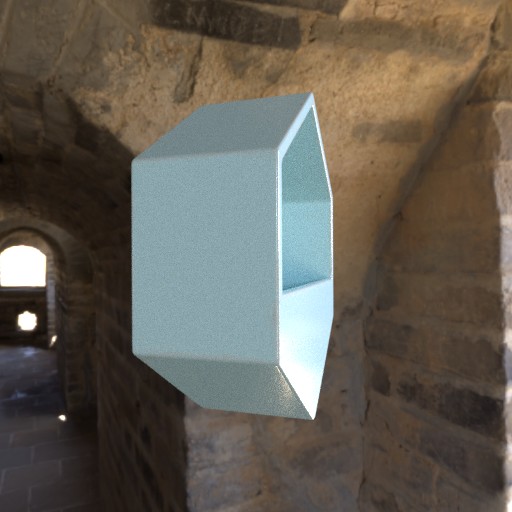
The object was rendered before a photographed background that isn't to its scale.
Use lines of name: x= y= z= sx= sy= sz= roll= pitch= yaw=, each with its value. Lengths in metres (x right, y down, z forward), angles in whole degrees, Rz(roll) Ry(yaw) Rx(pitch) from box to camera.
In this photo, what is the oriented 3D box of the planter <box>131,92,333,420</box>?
planter: x=0.000 y=0.000 z=0.291 sx=0.078 sy=0.207 sz=0.169 roll=0 pitch=0 yaw=18
